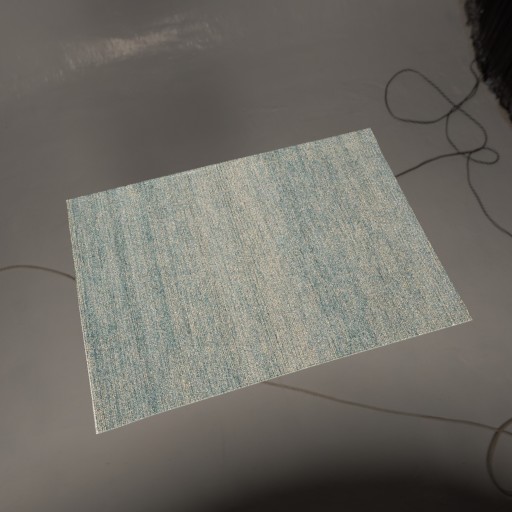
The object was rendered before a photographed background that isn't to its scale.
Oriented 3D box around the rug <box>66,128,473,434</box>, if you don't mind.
[{"bbox_3d":[0.000,0.000,5.128,4.078,0.052,2.802,-15,65,-7],"label":"rug"}]
